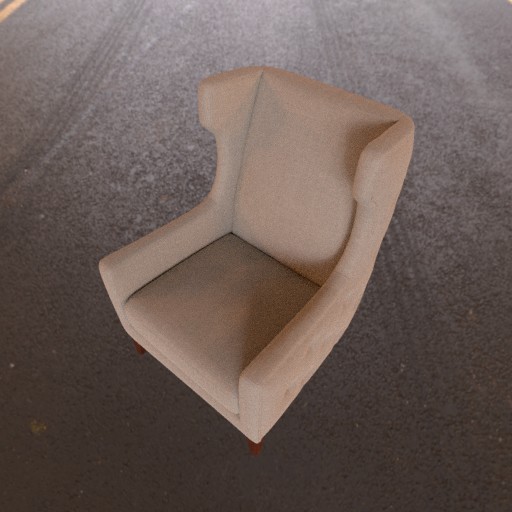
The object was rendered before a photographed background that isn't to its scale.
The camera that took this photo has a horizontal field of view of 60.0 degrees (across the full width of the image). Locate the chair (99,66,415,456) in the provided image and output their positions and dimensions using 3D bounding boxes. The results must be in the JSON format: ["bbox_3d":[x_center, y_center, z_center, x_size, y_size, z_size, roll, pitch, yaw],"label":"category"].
[{"bbox_3d":[0.000,0.000,1.669,0.778,1.079,0.899,31,54,27],"label":"chair"}]
